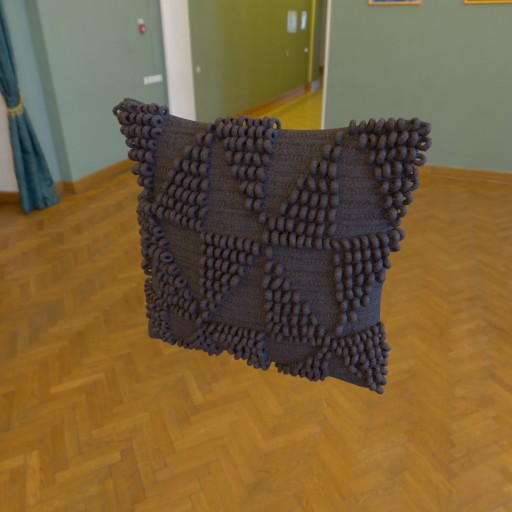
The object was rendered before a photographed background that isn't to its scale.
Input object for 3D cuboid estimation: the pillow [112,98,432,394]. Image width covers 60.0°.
[{"bbox_3d":[0.000,0.000,0.722,0.470,0.467,0.172,9,29,17],"label":"pillow"}]
